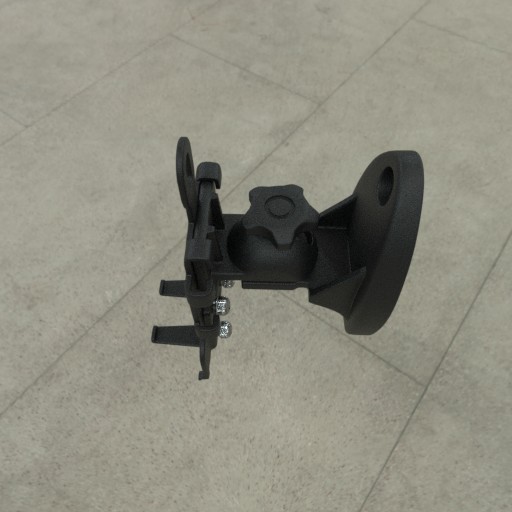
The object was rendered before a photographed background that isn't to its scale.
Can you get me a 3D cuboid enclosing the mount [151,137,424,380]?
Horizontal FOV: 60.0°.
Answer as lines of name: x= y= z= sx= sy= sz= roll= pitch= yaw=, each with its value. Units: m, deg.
mount: x=0.000 y=0.000 z=0.179 sx=0.100 sy=0.118 sz=0.066 roll=1 pitch=57 yaw=1
